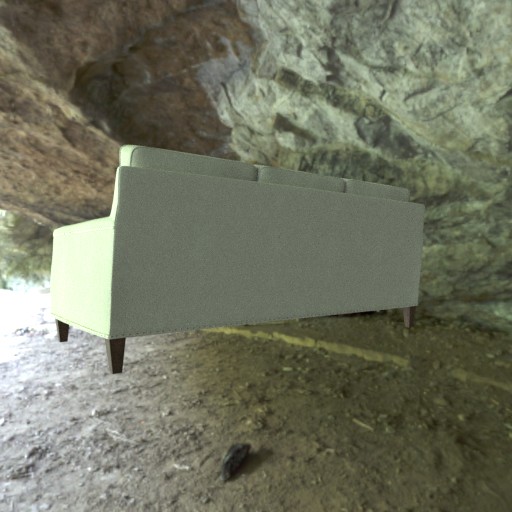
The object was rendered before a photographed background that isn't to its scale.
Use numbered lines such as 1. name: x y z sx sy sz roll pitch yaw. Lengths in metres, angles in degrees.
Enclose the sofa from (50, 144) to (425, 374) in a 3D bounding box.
1. sofa: 0.000 0.000 2.844 2.246 1.003 1.084 0 0 -37
